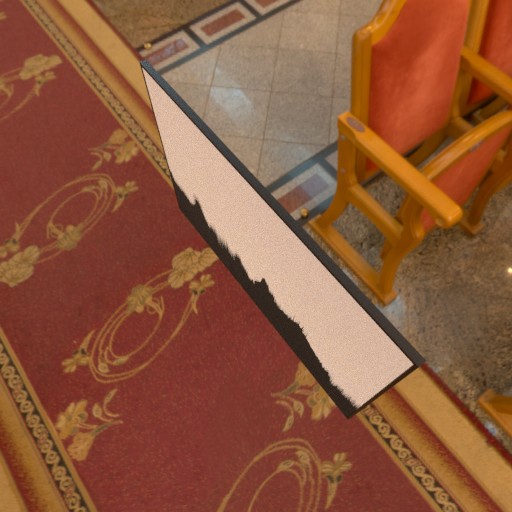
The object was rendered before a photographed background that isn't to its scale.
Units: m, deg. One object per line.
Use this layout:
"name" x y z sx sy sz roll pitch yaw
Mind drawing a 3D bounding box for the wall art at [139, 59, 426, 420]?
"wall art" 0.000 0.000 1.233 0.019 0.660 0.957 -33 67 -16
